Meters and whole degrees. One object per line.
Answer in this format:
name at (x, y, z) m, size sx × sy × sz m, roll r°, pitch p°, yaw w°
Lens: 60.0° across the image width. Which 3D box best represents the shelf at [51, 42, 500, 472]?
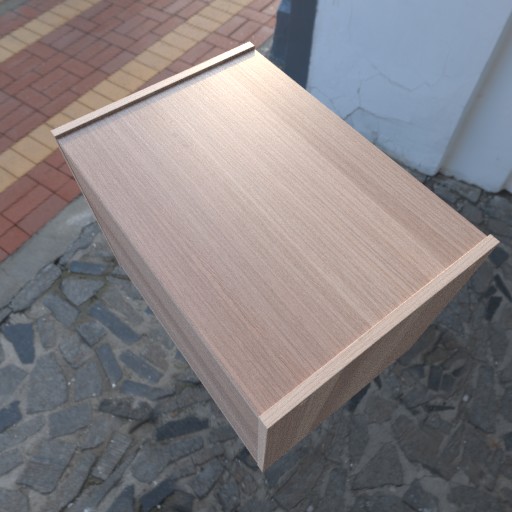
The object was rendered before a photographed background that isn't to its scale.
shelf at (0.000, 0.000, 0.607) m, size 0.290 × 0.305 × 0.415 m, roll -33°, pitch 64°, yaw -18°
